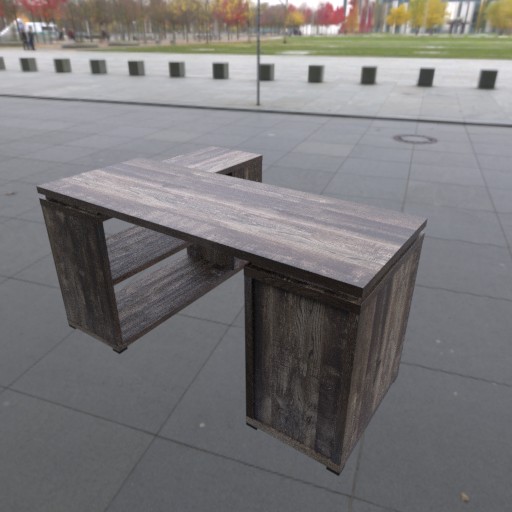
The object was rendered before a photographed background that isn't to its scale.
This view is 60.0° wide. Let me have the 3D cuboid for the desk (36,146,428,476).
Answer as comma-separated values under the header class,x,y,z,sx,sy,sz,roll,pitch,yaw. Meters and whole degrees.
class,x,y,z,sx,sy,sz,roll,pitch,yaw
desk,0.000,0.000,2.175,1.524,0.753,1.200,17,32,30
